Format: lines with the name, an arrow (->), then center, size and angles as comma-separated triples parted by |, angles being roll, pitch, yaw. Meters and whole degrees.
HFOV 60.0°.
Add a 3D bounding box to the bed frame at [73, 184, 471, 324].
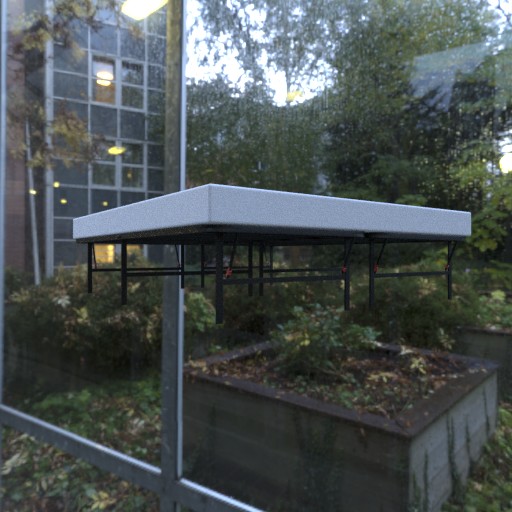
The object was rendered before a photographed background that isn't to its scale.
bed frame -> 0.000, 0.000, 3.089 | 1.930, 0.559, 2.032 | 0, 0, -36
